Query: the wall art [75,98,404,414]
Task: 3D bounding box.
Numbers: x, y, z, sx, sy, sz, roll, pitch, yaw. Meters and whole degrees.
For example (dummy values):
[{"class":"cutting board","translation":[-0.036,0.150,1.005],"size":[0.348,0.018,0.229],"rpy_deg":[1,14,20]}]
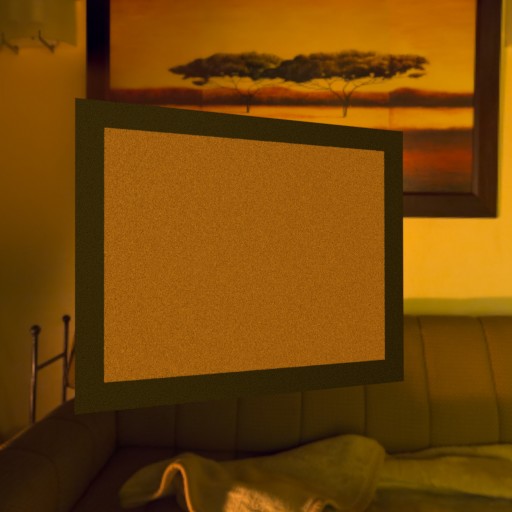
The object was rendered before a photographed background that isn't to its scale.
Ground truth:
[{"class":"wall art","translation":[0.000,0.000,0.742],"size":[0.561,0.460,0.028],"rpy_deg":[0,0,-18]}]
